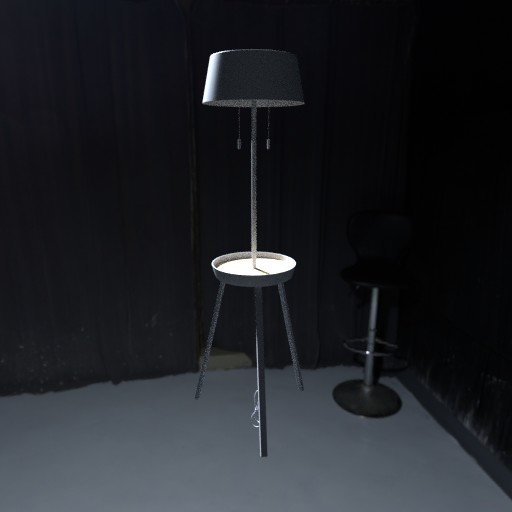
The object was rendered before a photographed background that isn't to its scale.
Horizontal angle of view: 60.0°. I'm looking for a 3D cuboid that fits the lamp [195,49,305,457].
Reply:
[{"bbox_3d":[0.000,0.000,1.684,0.508,1.429,0.468,-2,15,-8],"label":"lamp"}]
